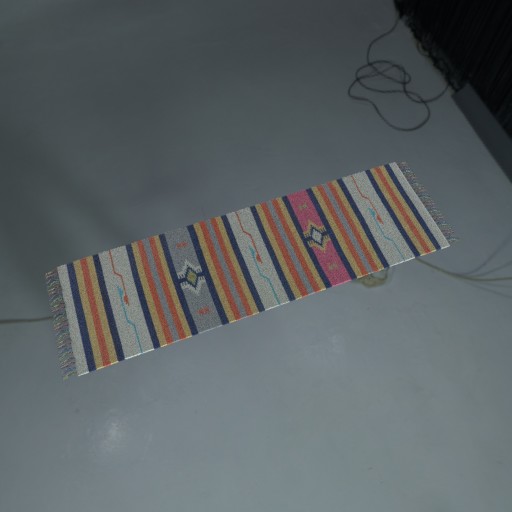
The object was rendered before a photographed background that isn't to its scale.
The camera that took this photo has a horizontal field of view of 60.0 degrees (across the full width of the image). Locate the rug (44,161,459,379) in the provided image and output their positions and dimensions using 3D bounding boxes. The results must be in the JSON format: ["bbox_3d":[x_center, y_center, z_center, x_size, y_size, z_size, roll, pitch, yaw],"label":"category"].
[{"bbox_3d":[0.000,0.000,2.702,2.455,0.017,0.695,-18,64,-9],"label":"rug"}]
